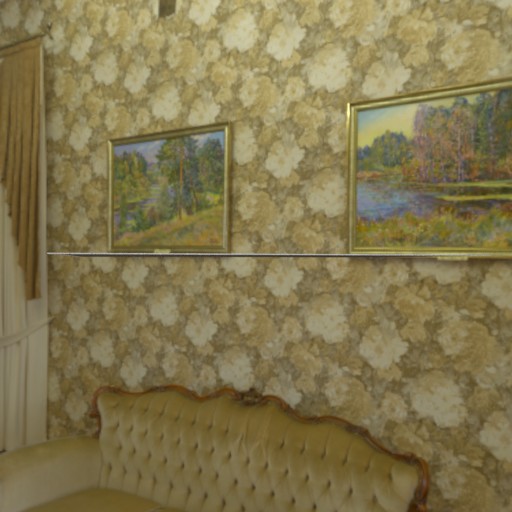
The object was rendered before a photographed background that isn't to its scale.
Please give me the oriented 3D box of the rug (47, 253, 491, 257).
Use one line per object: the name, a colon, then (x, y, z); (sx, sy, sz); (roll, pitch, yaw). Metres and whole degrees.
rug: (0.000, 0.000, 3.674); (2.895, 0.006, 1.981); (0, -1, -18)
